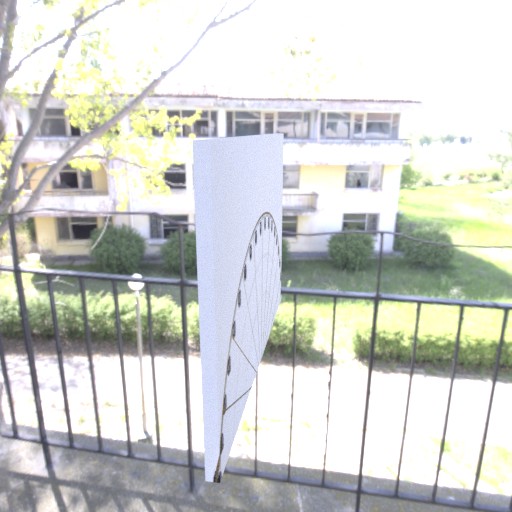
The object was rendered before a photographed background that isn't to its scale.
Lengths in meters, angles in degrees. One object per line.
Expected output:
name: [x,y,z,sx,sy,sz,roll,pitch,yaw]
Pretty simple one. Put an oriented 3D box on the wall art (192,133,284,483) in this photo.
wall art: [0.000,0.000,1.461,0.038,0.767,1.144,3,16,10]
